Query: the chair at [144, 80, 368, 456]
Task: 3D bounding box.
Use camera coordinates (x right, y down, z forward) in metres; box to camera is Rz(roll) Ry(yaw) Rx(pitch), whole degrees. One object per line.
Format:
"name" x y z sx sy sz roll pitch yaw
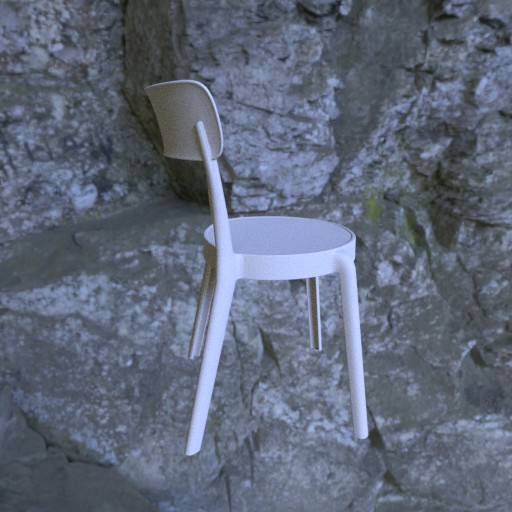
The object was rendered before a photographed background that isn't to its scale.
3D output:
"chair" 0.000 0.000 1.120 0.491 0.790 0.506 -2 17 -7
